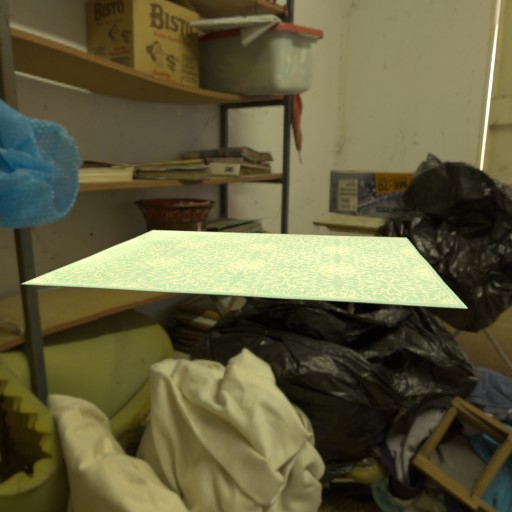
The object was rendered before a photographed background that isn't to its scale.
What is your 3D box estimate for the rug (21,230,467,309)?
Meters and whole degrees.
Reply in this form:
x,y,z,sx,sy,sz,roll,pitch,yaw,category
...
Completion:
x,y,z,sx,sy,sz,roll,pitch,yaw,category
0.000,0.000,4.031,2.980,0.012,2.363,2,13,10,rug
